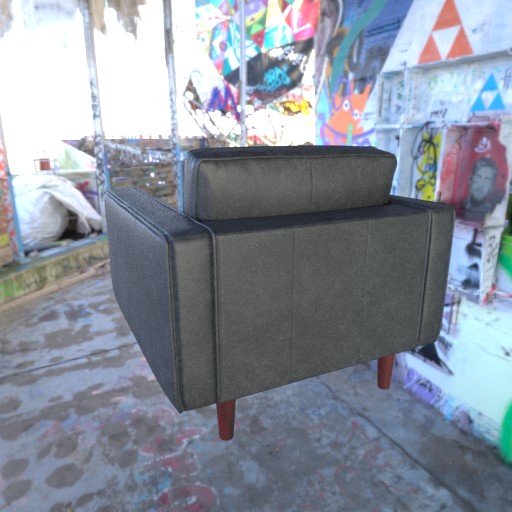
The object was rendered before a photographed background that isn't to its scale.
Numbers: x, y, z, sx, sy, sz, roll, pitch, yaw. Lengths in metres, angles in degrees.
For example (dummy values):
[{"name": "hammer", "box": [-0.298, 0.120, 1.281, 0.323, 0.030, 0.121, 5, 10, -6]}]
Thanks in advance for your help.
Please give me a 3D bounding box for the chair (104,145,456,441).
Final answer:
[{"name": "chair", "box": [0.000, 0.000, 1.546, 0.889, 0.763, 0.914, -8, 18, -25]}]
